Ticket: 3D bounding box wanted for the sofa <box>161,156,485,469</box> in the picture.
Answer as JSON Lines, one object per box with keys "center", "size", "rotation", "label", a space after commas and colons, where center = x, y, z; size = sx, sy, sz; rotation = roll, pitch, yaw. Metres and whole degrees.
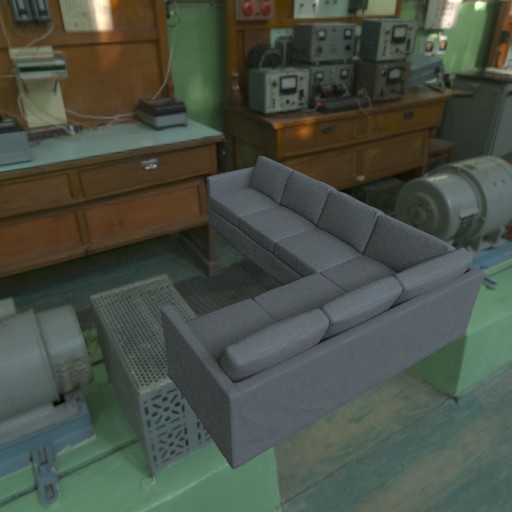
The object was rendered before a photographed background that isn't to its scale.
{"center": [0.000, 0.000, 4.306], "size": [2.432, 0.871, 3.182], "rotation": [-18, 35, -28], "label": "sofa"}
